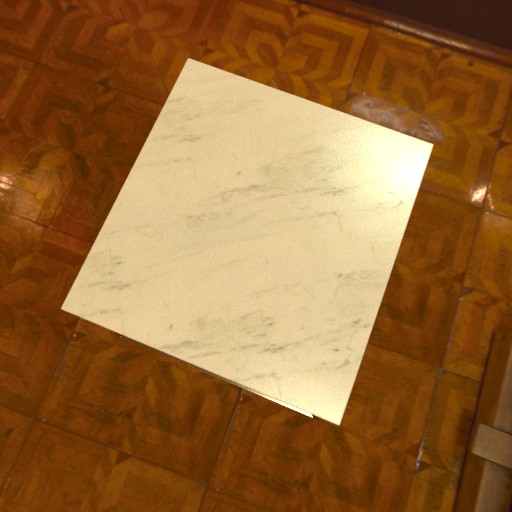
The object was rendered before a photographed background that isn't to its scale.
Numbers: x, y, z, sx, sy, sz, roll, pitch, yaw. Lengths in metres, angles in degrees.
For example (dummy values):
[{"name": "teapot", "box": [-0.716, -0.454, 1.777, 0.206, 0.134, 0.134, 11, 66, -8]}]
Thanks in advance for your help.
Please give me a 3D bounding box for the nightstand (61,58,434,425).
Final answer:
[{"name": "nightstand", "box": [0.000, 0.000, 0.888, 0.514, 0.426, 0.513, 21, 77, 5]}]
